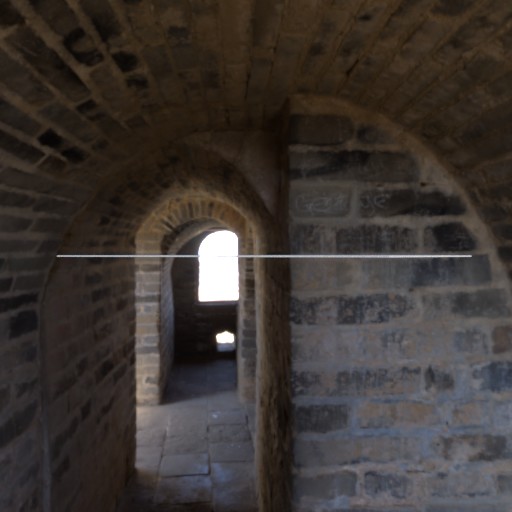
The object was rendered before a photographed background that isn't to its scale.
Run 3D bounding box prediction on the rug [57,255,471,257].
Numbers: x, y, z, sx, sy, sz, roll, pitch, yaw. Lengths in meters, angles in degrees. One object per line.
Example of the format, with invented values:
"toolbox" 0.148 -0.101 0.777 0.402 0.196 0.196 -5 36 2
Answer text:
"rug" 0.000 0.000 3.053 2.430 0.010 1.515 0 0 37
